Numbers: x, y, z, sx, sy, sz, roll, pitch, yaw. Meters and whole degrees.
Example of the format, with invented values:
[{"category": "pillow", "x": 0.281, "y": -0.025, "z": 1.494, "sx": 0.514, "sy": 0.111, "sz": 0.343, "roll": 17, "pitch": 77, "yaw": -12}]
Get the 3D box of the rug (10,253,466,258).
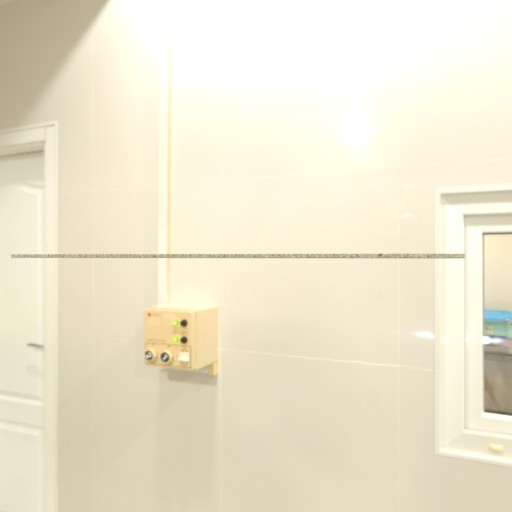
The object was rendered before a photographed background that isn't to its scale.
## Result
[{"category": "rug", "x": 0.000, "y": 0.000, "z": 3.880, "sx": 3.001, "sy": 0.025, "sz": 2.401, "roll": 0, "pitch": 0, "yaw": 16}]
